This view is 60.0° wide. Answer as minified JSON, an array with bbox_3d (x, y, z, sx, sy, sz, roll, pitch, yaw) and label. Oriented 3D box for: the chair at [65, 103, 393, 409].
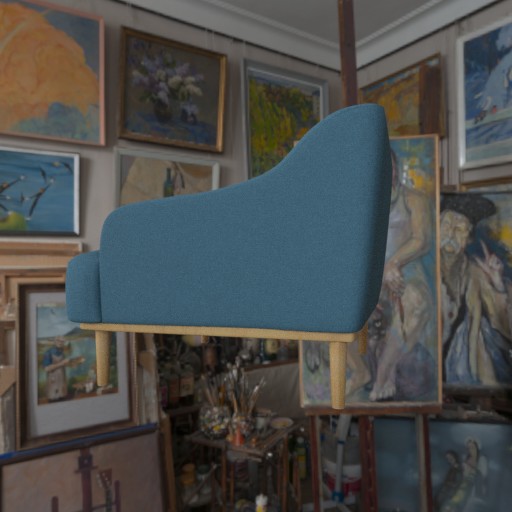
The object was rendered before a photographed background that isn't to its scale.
[{"bbox_3d":[0.000,0.000,1.641,0.951,0.818,0.946,0,0,19],"label":"chair"}]
